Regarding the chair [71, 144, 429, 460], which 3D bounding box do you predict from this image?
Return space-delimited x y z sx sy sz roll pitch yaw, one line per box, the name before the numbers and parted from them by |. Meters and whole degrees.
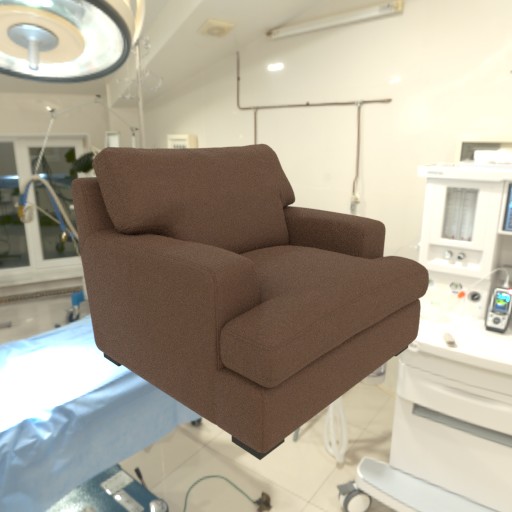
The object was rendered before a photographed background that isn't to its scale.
chair | 0.000 0.000 1.960 1.143 0.940 1.168 14 21 41
